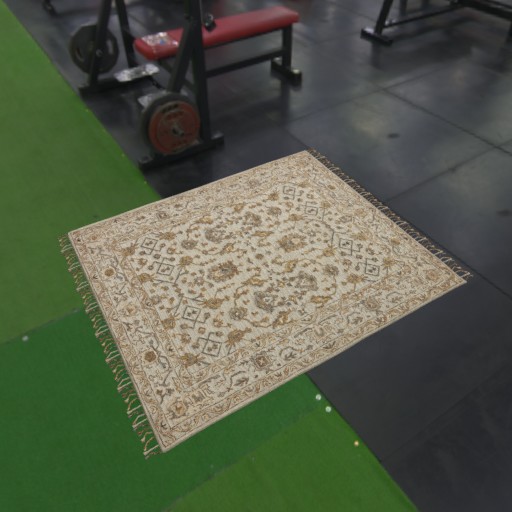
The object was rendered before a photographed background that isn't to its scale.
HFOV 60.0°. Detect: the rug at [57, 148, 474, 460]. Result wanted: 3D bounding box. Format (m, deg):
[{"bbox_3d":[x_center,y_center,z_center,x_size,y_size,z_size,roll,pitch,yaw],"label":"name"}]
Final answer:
[{"bbox_3d":[0.000,0.000,4.080,3.061,0.034,2.426,-23,50,-21],"label":"rug"}]
